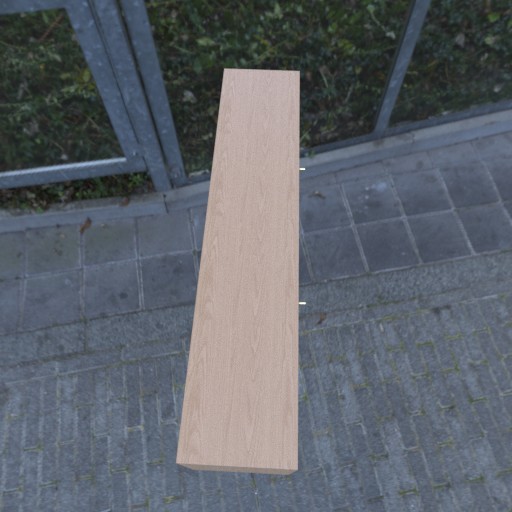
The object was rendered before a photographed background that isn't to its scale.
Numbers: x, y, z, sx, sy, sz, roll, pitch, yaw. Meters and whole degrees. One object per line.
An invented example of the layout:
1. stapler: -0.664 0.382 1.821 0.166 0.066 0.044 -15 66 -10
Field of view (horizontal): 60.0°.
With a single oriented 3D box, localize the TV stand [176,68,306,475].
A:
1. TV stand: 0.000 0.000 2.013 0.400 0.580 1.760 3 62 1
